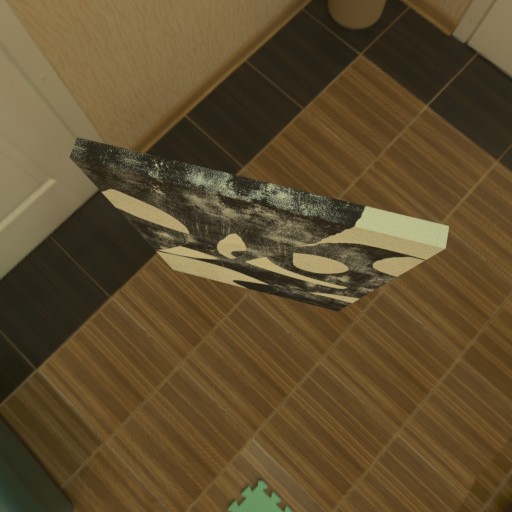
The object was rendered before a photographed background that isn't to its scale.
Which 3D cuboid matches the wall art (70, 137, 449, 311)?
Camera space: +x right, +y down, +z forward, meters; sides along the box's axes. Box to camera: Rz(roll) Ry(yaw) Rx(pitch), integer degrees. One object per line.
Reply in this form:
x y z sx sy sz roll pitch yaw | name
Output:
0.000 0.000 1.145 0.610 0.915 0.041 14 77 3 | wall art
